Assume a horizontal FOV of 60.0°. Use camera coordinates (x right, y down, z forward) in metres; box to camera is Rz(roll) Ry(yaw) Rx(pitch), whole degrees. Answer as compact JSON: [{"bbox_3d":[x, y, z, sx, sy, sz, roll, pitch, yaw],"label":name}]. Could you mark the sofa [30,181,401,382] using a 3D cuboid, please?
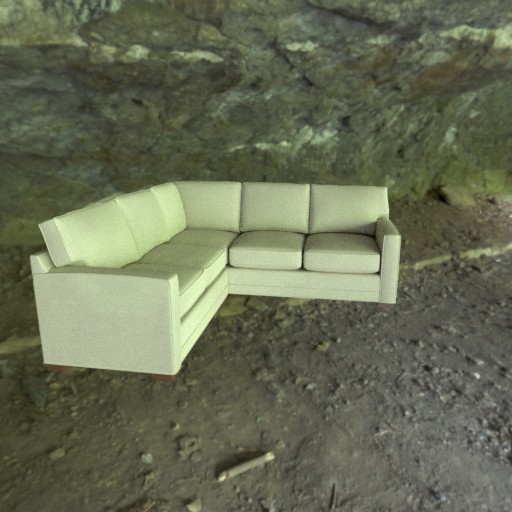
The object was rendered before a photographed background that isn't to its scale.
[{"bbox_3d":[0.000,0.000,3.361,2.189,0.939,2.182,2,15,9],"label":"sofa"}]
